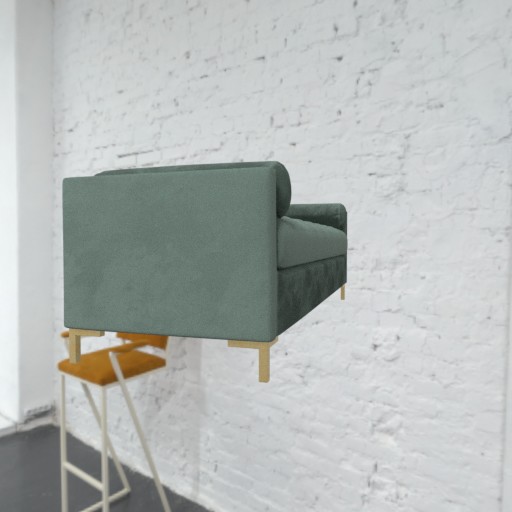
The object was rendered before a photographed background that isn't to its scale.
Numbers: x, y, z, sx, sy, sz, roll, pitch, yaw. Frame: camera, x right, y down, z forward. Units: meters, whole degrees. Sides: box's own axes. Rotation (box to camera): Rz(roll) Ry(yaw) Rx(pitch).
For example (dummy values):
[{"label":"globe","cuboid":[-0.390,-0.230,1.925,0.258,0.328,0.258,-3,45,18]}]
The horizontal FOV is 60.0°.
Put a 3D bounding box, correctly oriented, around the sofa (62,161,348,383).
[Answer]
[{"label":"sofa","cuboid":[0.000,0.000,2.427,0.796,0.705,2.102,1,2,18]}]
